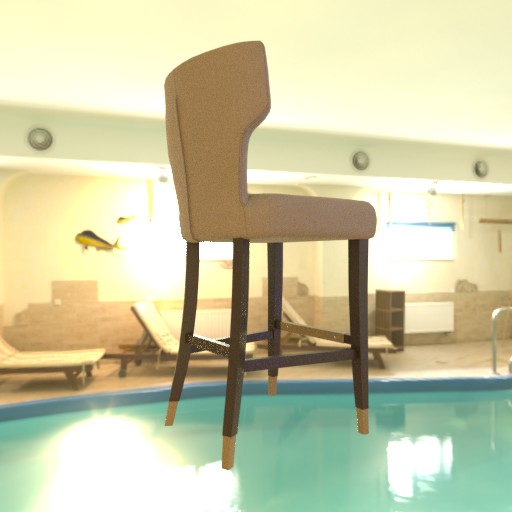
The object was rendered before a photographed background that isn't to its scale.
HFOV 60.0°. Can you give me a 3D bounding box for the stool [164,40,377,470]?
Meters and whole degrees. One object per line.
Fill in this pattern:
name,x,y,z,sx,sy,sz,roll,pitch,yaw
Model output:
stool,0.000,0.000,1.410,0.563,1.092,0.526,0,0,-35
